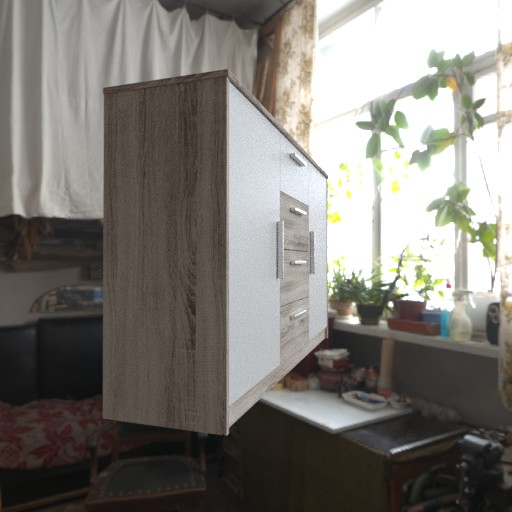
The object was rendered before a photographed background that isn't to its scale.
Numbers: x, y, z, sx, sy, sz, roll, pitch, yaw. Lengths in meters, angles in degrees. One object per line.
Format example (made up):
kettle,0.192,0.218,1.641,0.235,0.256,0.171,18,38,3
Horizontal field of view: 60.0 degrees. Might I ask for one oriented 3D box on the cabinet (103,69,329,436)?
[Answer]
cabinet,0.000,0.000,1.821,0.380,0.900,1.450,0,-1,19
